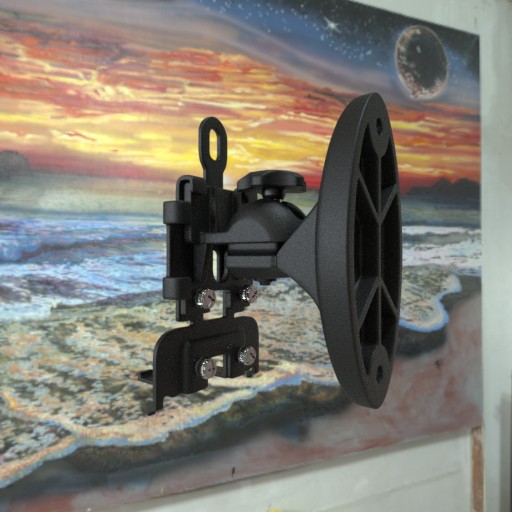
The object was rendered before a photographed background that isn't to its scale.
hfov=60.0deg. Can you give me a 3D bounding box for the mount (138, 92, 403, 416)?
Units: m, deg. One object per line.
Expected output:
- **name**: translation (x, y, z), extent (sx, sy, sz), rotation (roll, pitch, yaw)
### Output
- **mount**: translation (0.000, 0.000, 0.176), extent (0.100, 0.118, 0.066), rotation (0, 0, 35)
